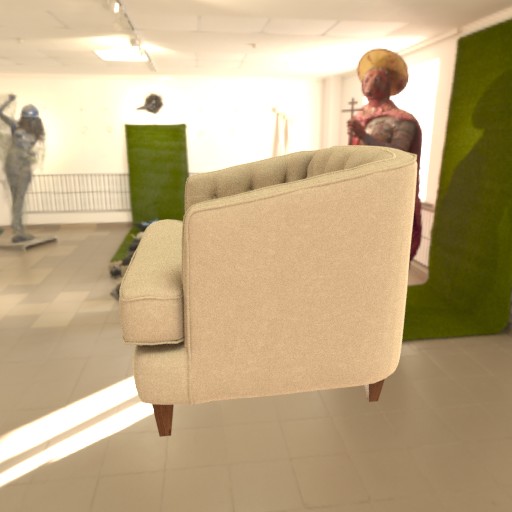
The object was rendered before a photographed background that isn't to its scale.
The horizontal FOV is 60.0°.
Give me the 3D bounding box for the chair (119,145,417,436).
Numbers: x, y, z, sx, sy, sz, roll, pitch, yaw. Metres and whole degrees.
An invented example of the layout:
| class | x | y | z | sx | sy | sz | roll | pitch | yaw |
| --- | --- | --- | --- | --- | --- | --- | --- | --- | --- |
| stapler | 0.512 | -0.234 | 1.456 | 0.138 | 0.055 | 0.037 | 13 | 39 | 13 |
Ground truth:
| class | x | y | z | sx | sy | sz | roll | pitch | yaw |
| --- | --- | --- | --- | --- | --- | --- | --- | --- | --- |
| chair | 0.000 | 0.000 | 1.767 | 0.941 | 0.852 | 1.104 | -2 | 15 | -8 |
